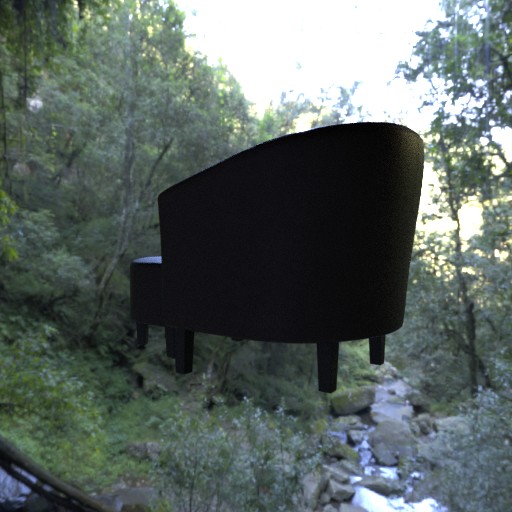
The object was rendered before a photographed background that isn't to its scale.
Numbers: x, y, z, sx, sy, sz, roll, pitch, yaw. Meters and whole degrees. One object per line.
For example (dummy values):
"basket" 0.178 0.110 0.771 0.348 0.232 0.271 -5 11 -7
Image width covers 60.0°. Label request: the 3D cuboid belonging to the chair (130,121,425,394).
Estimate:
"chair" 0.000 0.000 1.638 1.176 0.755 0.737 1 1 37
